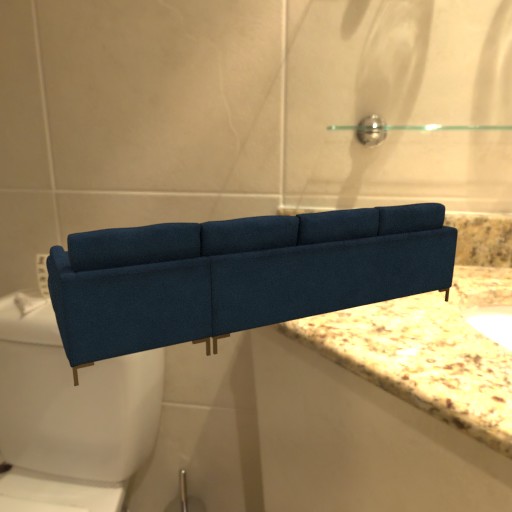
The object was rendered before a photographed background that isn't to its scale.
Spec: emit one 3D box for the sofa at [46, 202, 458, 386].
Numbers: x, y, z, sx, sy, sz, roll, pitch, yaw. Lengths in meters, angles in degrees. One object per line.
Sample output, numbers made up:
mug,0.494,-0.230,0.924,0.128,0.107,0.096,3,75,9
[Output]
sofa,0.000,0.000,3.441,2.932,0.810,1.350,-7,16,-26
